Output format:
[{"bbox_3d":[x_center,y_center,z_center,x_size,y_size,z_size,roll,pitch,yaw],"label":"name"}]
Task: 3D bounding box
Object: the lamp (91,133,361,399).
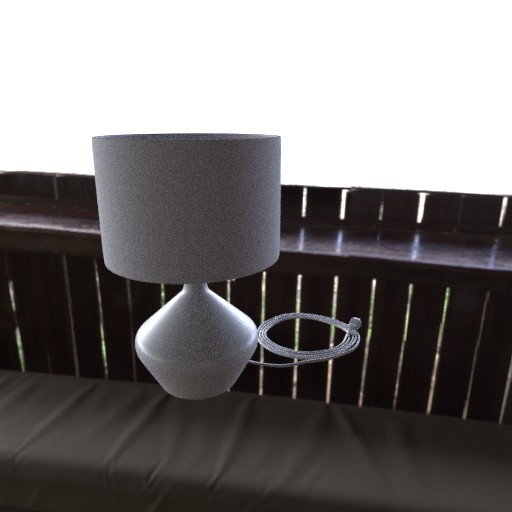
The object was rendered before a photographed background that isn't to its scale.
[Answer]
[{"bbox_3d":[0.000,0.000,0.864,0.546,0.457,0.401,-3,18,-9],"label":"lamp"}]
